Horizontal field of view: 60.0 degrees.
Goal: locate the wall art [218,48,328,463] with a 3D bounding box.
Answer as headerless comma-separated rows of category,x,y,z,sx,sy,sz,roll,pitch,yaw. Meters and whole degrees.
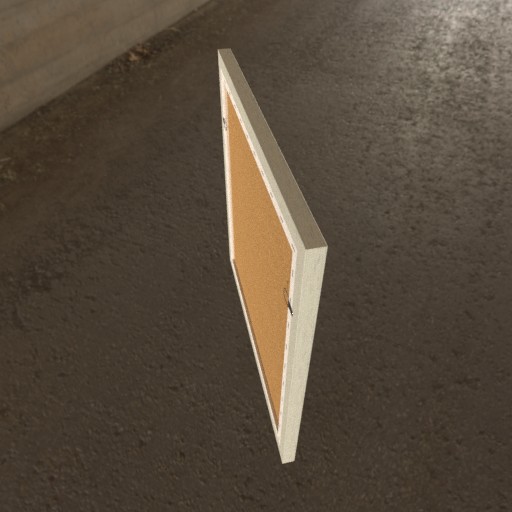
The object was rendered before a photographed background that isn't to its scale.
wall art,0.000,0.000,1.522,0.045,1.016,1.016,-9,45,-9
